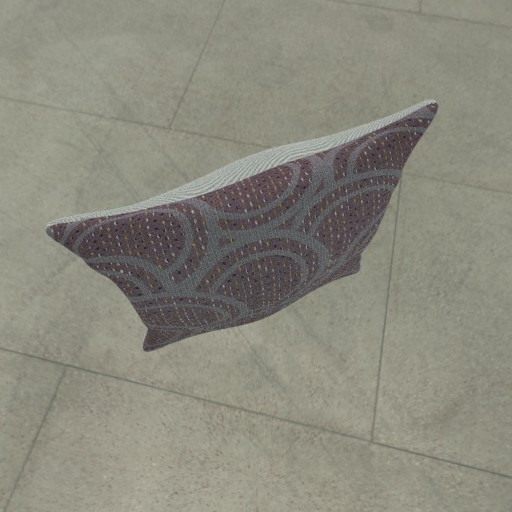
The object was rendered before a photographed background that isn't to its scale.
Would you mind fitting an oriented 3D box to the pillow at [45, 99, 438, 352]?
[{"bbox_3d":[0.000,0.000,0.764,0.514,0.513,0.163,-20,65,-10],"label":"pillow"}]
